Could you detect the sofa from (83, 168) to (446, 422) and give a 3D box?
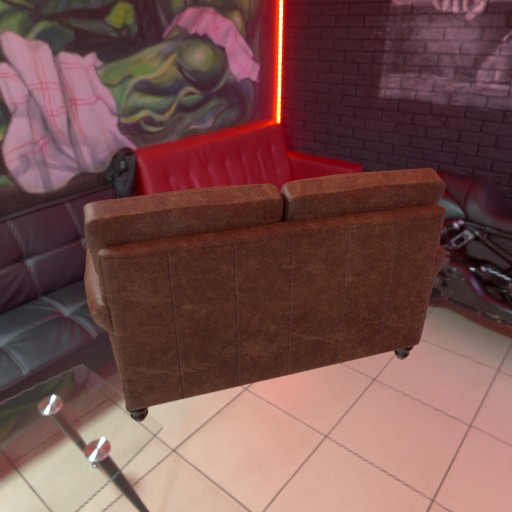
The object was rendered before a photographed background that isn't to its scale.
[{"bbox_3d":[0.000,0.000,2.257,1.616,0.967,0.990,-8,28,-16],"label":"sofa"}]
